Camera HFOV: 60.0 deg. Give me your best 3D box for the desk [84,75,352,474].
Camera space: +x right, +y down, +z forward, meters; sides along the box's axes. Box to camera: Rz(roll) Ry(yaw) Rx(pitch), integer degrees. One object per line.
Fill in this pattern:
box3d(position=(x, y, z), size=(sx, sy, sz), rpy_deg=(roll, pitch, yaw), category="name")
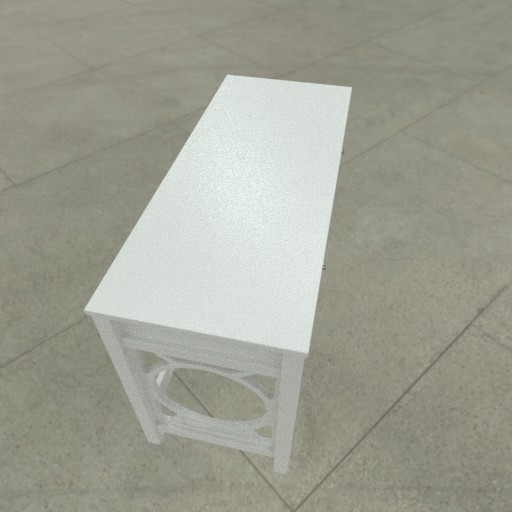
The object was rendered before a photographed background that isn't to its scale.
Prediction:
box3d(position=(0.000, 0.000, 1.604), size=(0.504, 0.762, 1.191), rpy_deg=(9, 47, 9), category="desk")
